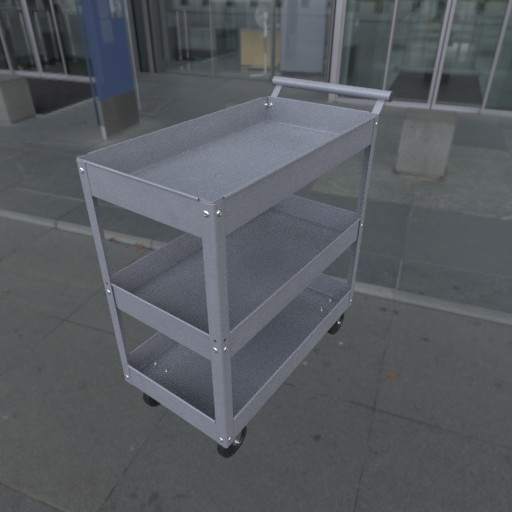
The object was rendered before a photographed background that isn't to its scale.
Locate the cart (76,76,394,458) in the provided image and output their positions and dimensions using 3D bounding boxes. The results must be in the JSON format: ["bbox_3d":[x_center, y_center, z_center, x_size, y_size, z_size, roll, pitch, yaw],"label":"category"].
[{"bbox_3d":[0.000,0.000,1.198,0.366,0.780,0.719,21,38,30],"label":"cart"}]
